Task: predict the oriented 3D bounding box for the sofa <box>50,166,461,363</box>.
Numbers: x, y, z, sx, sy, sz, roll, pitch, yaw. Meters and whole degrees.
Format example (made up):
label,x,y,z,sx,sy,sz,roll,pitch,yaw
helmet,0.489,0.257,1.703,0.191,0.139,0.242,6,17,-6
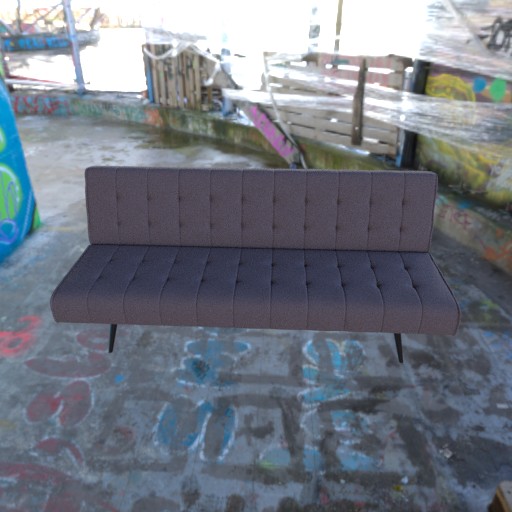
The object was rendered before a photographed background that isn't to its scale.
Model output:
label,x,y,z,sx,sy,sz,roll,pitch,yaw
sofa,0.000,0.000,2.126,1.703,0.699,0.747,1,30,2
